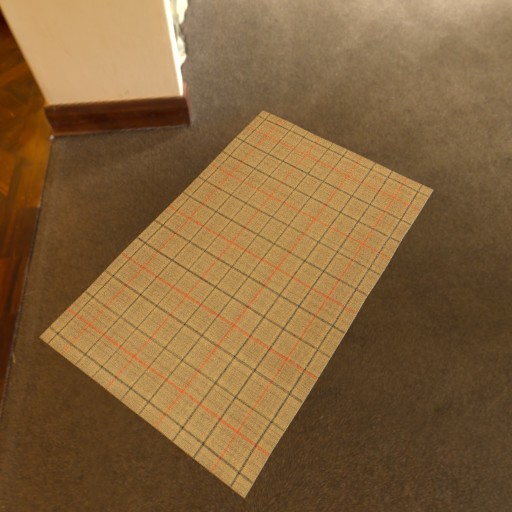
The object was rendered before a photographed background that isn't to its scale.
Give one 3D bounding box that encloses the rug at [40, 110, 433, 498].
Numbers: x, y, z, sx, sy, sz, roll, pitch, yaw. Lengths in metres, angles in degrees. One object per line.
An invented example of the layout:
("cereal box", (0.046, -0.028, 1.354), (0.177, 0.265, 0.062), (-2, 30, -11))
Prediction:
("rug", (0.000, 0.000, 2.992), (1.524, 0.015, 2.439), (30, 63, 17))
